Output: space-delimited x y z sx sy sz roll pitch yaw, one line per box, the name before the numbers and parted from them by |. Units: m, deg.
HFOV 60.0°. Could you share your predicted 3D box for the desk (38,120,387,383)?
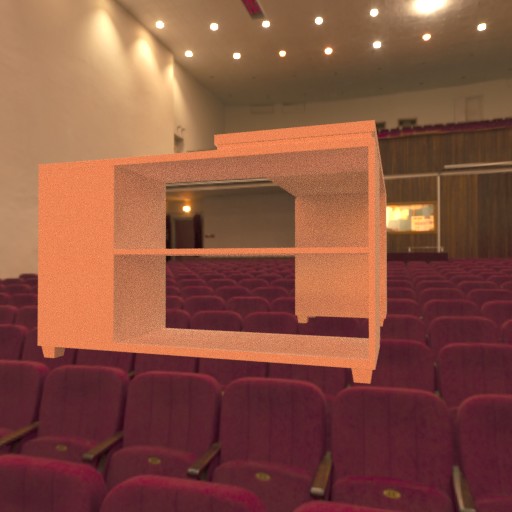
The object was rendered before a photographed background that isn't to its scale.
desk | 0.000 0.000 2.176 1.199 0.759 1.524 0 -1 18
